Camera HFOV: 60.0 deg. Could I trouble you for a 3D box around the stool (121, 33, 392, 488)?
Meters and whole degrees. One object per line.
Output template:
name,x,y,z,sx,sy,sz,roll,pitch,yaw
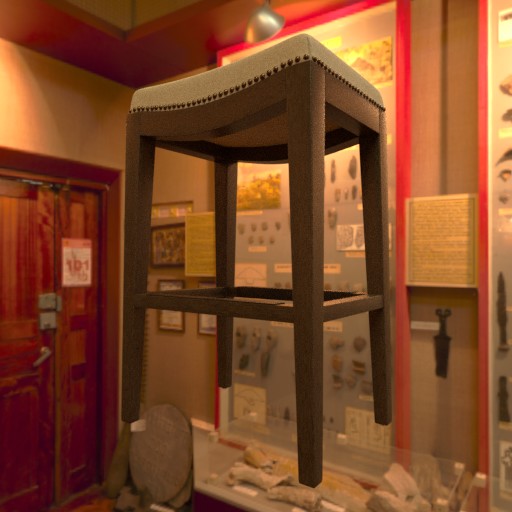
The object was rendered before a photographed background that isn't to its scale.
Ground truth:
stool,0.000,0.000,1.003,0.498,0.759,0.358,0,0,36
